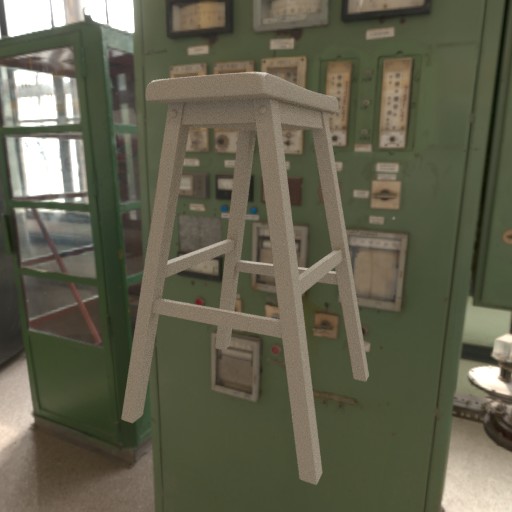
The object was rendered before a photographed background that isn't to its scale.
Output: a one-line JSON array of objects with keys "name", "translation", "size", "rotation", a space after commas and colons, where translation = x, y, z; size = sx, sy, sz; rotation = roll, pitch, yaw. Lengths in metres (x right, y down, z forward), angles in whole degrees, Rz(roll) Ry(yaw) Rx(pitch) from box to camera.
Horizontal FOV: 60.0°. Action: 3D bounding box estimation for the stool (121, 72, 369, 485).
[{"name": "stool", "translation": [0.000, 0.000, 1.046], "size": [0.476, 0.737, 0.457], "rotation": [7, 15, 25]}]
